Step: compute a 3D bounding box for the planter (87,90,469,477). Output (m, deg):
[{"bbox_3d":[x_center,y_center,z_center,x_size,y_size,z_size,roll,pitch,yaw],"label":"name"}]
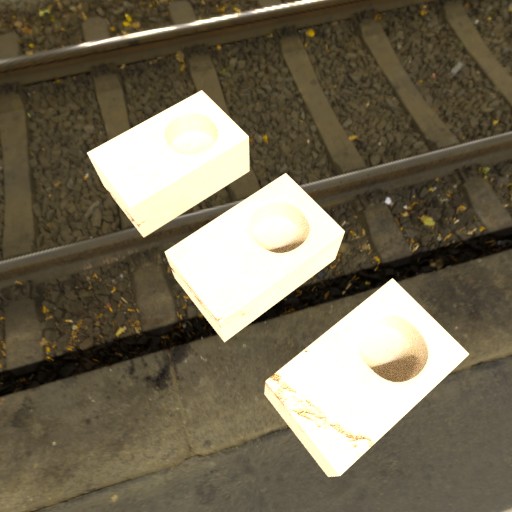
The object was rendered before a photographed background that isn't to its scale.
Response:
[{"bbox_3d":[0.000,0.000,0.381,0.127,0.051,0.333,-35,68,-16],"label":"planter"}]
